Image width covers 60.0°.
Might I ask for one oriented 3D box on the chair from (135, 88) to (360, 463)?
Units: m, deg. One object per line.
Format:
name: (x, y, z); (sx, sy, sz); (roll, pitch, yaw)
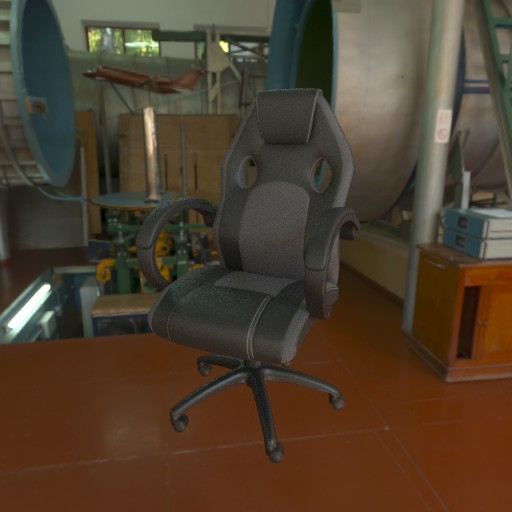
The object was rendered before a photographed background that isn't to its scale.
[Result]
chair: (0.000, 0.000, 1.600); (0.673, 1.187, 0.724); (7, 17, 24)
